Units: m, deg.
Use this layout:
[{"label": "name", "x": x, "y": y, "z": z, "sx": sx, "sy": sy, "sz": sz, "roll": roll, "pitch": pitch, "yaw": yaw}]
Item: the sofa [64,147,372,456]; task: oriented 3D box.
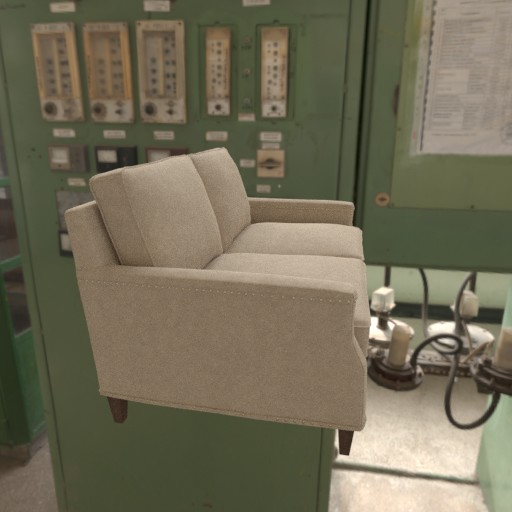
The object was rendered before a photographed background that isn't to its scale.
[{"label": "sofa", "x": 0.000, "y": 0.000, "z": 2.232, "sx": 1.084, "sy": 1.002, "sz": 1.597, "roll": 3, "pitch": 18, "yaw": 11}]
